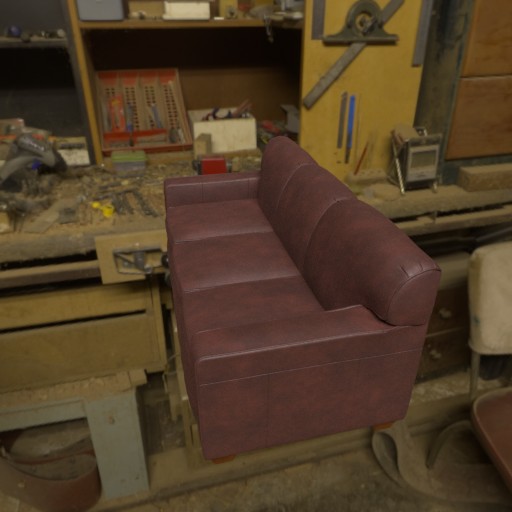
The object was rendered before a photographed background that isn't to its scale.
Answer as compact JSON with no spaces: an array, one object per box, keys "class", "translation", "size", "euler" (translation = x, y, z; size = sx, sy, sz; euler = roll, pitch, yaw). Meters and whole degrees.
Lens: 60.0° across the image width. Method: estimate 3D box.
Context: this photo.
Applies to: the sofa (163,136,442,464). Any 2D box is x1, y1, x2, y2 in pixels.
[{"class":"sofa","translation":[0.000,0.000,2.613],"size":[1.008,0.953,2.039],"euler":[-7,30,-12]}]
